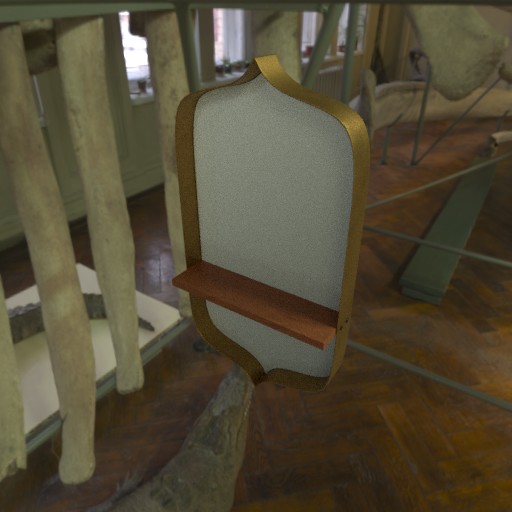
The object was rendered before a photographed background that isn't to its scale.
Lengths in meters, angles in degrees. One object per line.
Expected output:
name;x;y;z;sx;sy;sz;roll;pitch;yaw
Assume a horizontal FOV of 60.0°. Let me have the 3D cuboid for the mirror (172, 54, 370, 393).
mirror;0.000;0.000;0.744;0.323;0.613;0.096;19;36;29
